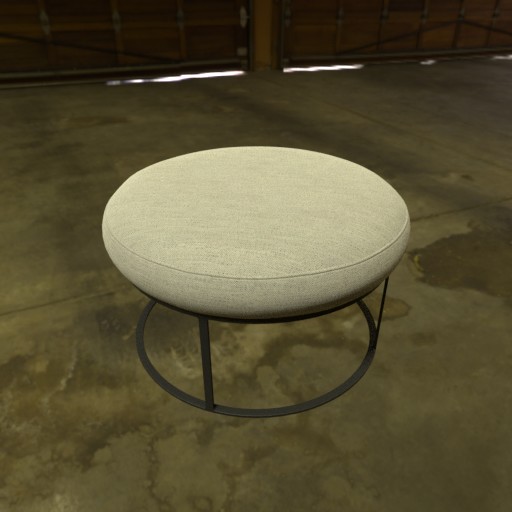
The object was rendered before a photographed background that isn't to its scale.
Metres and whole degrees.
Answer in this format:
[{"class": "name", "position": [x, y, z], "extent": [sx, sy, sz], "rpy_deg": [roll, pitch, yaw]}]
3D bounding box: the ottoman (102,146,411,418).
[{"class": "ottoman", "position": [0.000, 0.000, 1.219], "extent": [0.769, 0.459, 0.769], "rpy_deg": [0, 31, 0]}]
